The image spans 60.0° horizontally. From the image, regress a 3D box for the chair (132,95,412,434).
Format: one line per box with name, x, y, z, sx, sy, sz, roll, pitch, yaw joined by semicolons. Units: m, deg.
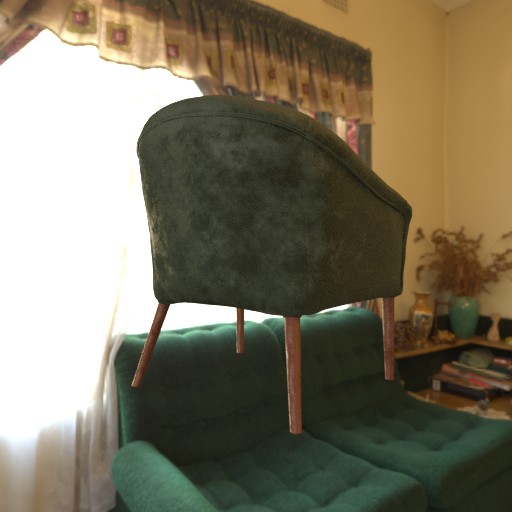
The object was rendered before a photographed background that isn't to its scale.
chair;0.000;0.000;1.520;0.851;0.885;0.776;1;1;37
